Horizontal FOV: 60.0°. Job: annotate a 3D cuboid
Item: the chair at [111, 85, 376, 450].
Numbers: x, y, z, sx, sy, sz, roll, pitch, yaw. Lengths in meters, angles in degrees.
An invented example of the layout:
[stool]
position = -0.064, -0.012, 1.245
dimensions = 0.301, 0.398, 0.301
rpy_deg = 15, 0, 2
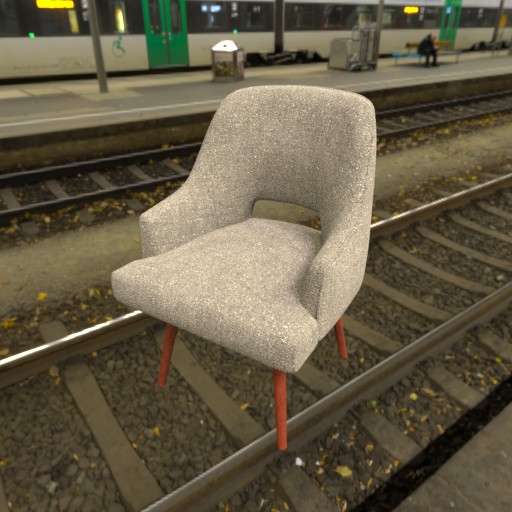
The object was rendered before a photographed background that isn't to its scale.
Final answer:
[chair]
position = 0.000, 0.000, 1.298
dimensions = 0.608, 0.875, 0.629
rpy_deg = 16, 32, 28
